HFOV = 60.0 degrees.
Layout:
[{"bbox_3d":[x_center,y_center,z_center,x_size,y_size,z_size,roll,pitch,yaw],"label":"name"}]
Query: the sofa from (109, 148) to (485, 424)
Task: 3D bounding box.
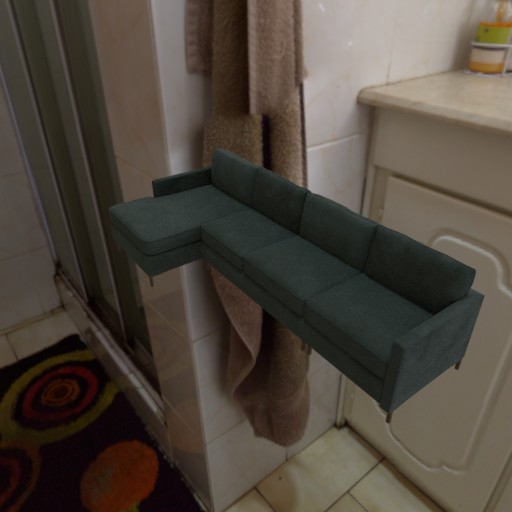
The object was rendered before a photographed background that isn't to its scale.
[{"bbox_3d":[0.000,0.000,4.009,1.500,0.967,3.400,-21,38,-30],"label":"sofa"}]
